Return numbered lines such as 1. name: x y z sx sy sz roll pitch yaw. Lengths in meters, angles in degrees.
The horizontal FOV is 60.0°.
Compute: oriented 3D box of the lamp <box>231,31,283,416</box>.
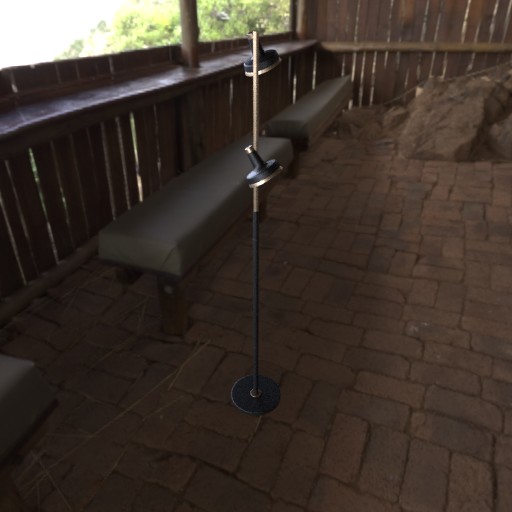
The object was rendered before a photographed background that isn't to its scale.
1. lamp: 0.000 0.000 1.847 0.253 1.674 0.351 0 31 0
